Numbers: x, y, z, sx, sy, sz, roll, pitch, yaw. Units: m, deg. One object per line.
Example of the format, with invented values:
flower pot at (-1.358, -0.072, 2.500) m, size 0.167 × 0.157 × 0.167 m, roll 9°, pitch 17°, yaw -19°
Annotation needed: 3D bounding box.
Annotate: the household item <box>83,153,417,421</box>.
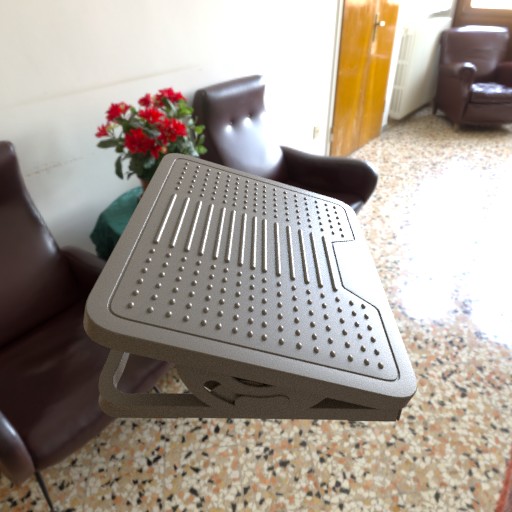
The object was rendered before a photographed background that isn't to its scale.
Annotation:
household item at (0.000, 0.000, 0.533) m, size 0.301 × 0.126 × 0.390 m, roll 1°, pitch 33°, yaw 1°
